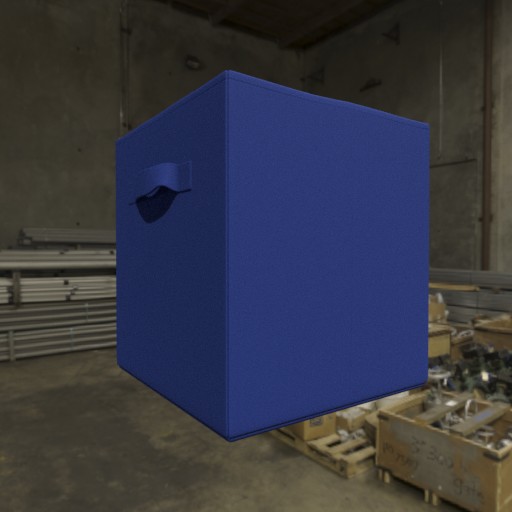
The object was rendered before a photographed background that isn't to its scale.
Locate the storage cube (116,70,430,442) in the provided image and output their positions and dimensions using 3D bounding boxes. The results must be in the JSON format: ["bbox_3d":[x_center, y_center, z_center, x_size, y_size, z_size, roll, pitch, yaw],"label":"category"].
[{"bbox_3d":[0.000,0.000,0.503,0.270,0.280,0.270,-1,1,-35],"label":"storage cube"}]
